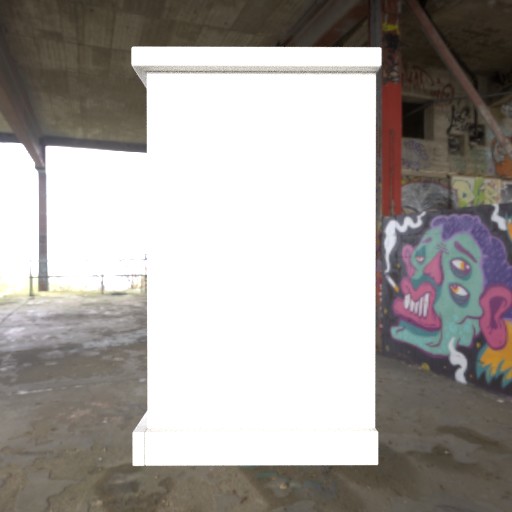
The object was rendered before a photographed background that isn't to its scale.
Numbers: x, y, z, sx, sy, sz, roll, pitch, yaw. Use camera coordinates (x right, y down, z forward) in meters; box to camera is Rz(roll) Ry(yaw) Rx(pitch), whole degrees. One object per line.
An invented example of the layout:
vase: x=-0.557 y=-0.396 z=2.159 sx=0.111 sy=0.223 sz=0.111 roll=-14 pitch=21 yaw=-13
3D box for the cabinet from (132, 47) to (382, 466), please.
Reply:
cabinet: x=0.000 y=0.000 z=1.022 sx=0.431 sy=0.723 sz=0.520 roll=0 pitch=1 yaw=0
